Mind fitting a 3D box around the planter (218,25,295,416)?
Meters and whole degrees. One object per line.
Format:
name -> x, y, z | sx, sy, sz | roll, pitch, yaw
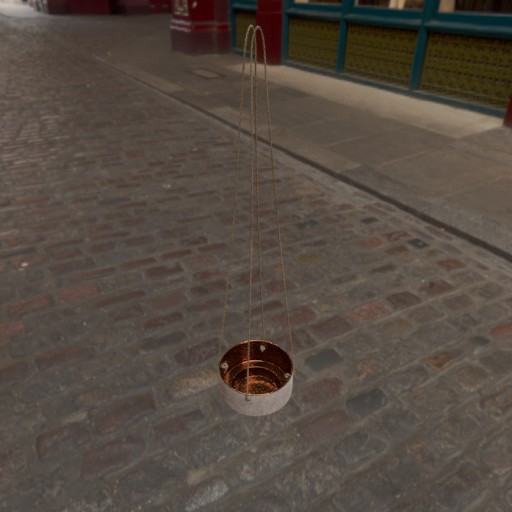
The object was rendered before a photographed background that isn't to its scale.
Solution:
planter -> 0.000, 0.000, 1.112 | 0.223, 1.030, 0.223 | -19, 37, -27
